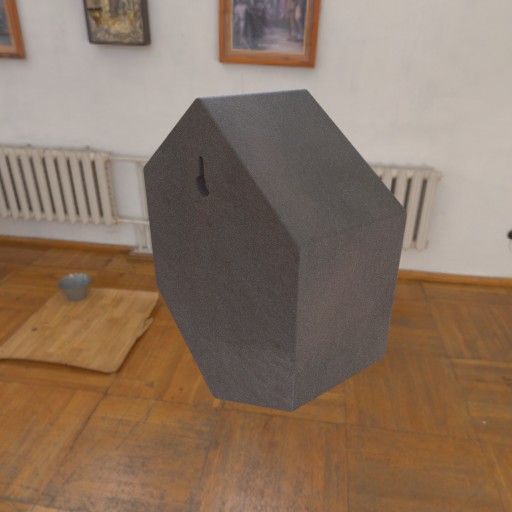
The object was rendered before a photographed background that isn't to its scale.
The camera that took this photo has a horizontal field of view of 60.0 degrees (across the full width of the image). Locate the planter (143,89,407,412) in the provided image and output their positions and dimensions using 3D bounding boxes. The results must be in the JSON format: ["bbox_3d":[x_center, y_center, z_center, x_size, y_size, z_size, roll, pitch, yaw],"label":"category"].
[{"bbox_3d":[0.000,0.000,0.297,0.077,0.206,0.169,-18,31,-32],"label":"planter"}]
